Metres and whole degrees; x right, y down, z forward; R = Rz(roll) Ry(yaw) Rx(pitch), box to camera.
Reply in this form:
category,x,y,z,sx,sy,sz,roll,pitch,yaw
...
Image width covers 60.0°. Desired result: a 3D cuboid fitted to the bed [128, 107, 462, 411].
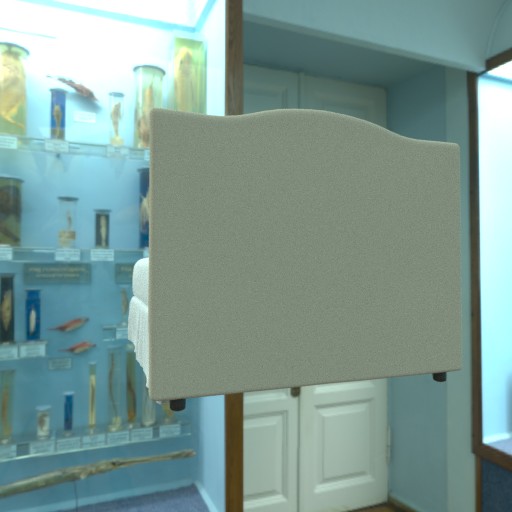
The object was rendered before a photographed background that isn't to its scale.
category,x,y,z,sx,sy,sz,roll,pitch,yaw
bed,0.000,0.000,3.237,1.753,1.460,2.143,0,-1,-20
